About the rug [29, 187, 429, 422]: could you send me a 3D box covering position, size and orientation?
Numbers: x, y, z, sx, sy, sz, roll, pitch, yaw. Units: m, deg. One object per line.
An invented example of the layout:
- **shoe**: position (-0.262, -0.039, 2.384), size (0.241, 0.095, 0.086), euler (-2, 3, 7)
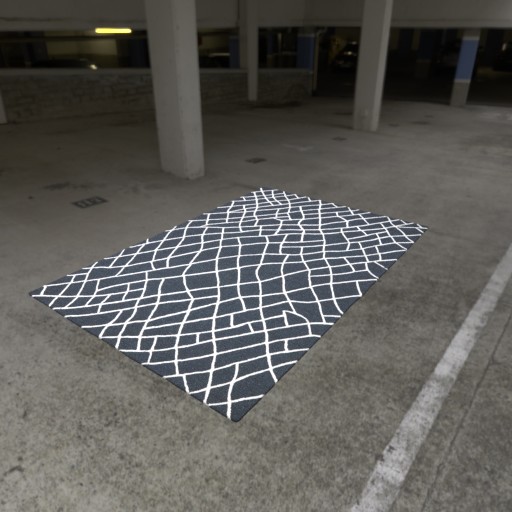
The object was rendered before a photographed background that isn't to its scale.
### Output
- **rug**: position (0.000, 0.000, 2.328), size (1.223, 0.013, 1.830), euler (19, 33, 32)
